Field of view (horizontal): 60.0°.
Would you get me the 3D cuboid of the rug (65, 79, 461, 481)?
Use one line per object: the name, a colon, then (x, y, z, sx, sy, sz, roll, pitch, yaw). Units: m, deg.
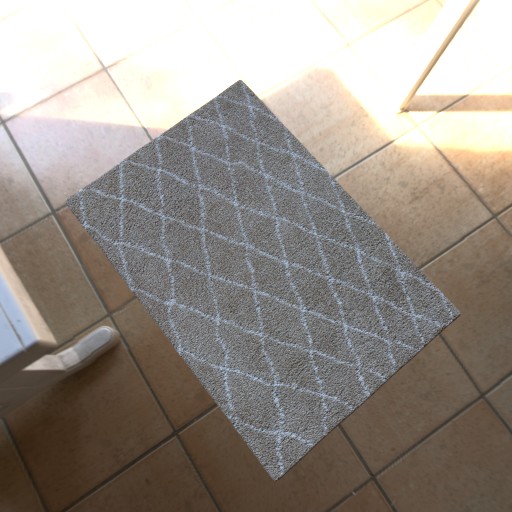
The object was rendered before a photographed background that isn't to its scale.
rug: (0.000, 0.000, 2.309, 1.219, 0.030, 1.778, -38, 78, -10)
